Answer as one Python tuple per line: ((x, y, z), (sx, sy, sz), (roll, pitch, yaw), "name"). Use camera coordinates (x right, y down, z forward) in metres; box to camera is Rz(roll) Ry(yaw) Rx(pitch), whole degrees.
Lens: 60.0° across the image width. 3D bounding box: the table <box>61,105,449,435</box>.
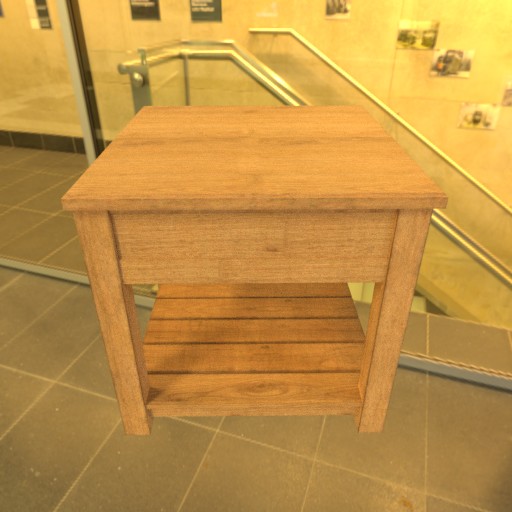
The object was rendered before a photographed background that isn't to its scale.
((0.000, 0.000, 1.104), (0.612, 0.593, 0.616), (0, 31, -1), "table")
